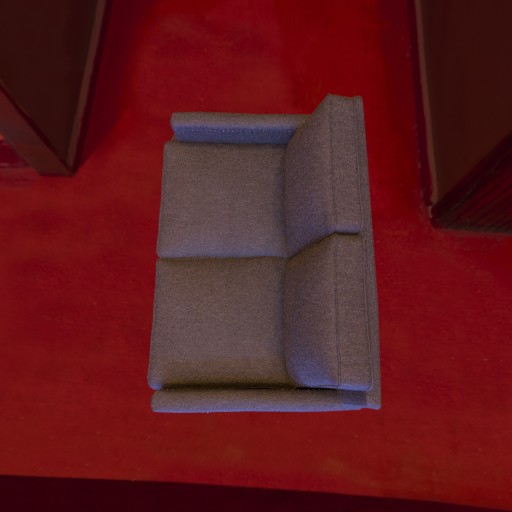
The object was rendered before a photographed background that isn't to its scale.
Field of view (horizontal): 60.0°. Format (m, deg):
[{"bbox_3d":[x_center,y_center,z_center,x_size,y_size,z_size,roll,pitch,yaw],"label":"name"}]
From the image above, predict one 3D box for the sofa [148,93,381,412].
[{"bbox_3d":[0.000,0.000,2.379,1.084,1.003,1.597,1,75,0],"label":"sofa"}]
